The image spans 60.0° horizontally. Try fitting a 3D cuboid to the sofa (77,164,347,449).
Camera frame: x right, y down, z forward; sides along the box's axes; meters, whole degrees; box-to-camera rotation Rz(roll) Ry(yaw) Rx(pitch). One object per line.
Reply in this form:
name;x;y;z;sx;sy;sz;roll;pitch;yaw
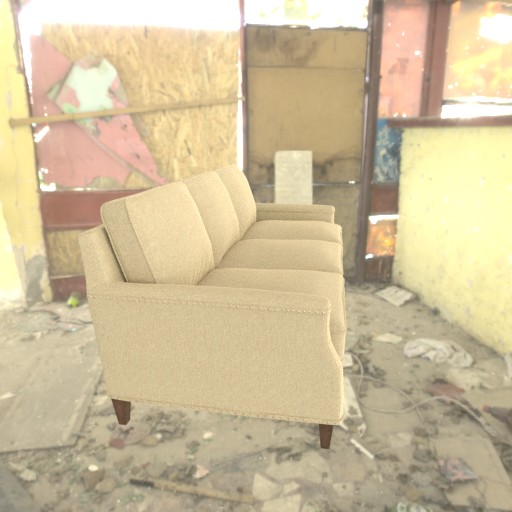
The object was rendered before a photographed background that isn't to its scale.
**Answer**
sofa;0.000;0.000;2.768;1.084;1.003;2.246;3;16;10
